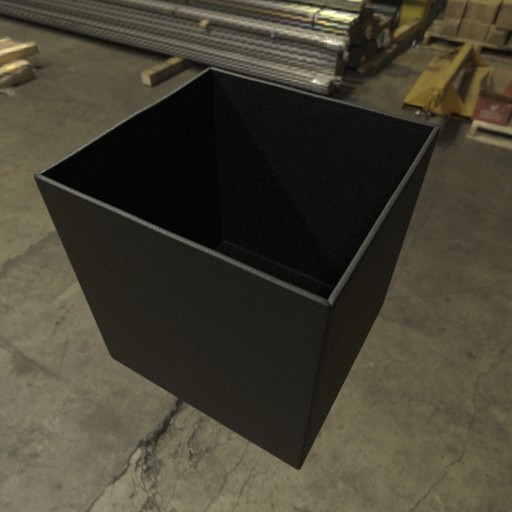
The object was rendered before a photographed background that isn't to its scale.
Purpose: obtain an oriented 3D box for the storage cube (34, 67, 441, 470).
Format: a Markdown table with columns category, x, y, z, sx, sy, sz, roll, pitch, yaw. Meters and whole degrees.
| category | x | y | z | sx | sy | sz | roll | pitch | yaw |
| --- | --- | --- | --- | --- | --- | --- | --- | --- | --- |
| storage cube | 0.000 | 0.000 | 0.491 | 0.270 | 0.280 | 0.270 | 23 | 50 | 21 |
